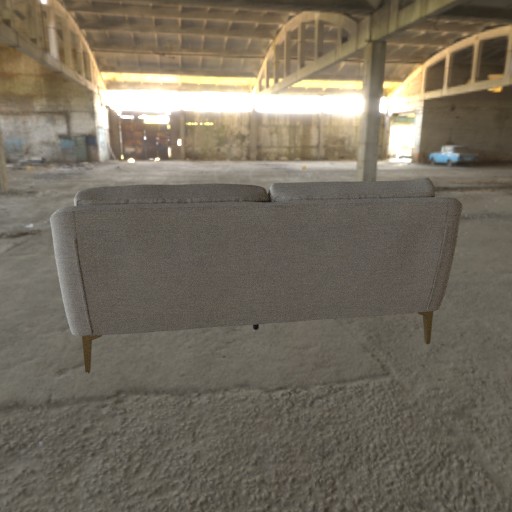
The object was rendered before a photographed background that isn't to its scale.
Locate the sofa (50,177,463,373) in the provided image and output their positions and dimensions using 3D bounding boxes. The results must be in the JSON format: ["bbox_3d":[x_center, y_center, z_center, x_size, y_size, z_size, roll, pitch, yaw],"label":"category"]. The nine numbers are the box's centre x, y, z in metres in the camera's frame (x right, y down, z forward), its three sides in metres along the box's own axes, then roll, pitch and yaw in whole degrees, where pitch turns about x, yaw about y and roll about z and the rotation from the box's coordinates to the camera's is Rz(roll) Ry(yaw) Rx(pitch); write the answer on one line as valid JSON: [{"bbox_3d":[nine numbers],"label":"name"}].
[{"bbox_3d":[0.000,0.000,2.554,2.036,0.913,0.980,-3,15,-10],"label":"sofa"}]
